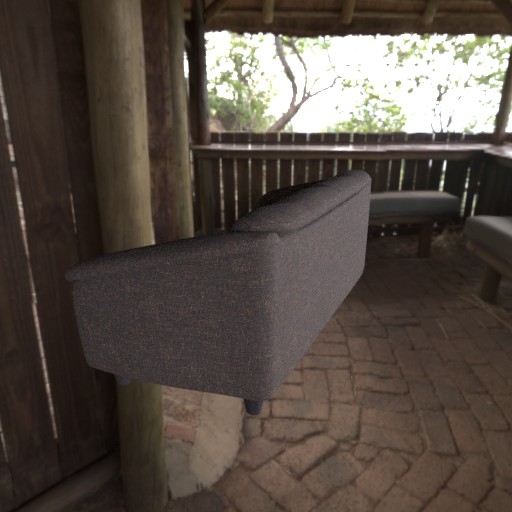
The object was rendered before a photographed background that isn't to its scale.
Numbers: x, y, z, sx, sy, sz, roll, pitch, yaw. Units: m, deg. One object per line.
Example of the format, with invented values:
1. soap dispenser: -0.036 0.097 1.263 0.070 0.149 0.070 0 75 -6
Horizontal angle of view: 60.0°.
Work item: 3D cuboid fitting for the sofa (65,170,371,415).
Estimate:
1. sofa: 0.000 0.000 2.333 0.887 0.790 1.849 8 20 24
